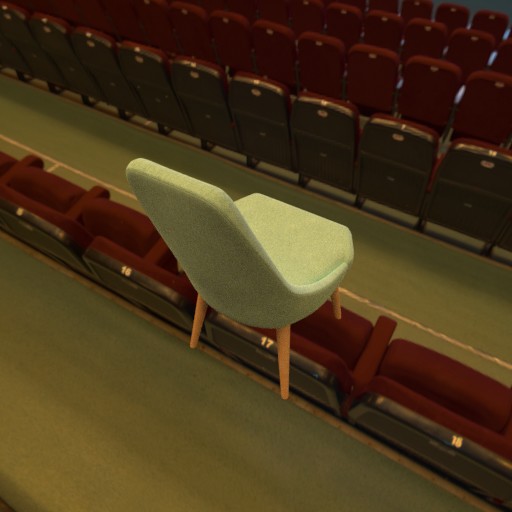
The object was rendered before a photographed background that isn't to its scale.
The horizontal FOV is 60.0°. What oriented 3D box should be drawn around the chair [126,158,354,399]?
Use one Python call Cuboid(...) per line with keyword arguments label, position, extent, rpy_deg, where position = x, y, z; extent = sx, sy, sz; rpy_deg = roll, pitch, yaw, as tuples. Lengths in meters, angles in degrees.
Cuboid(label="chair", position=(0.000, 0.000, 1.404), extent=(0.510, 1.040, 0.660), rpy_deg=(24, 52, 20))
